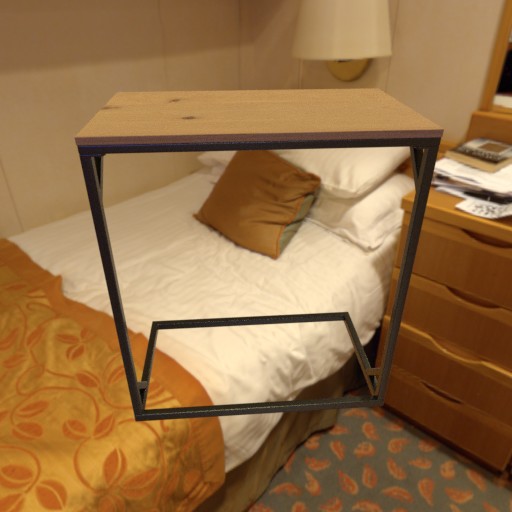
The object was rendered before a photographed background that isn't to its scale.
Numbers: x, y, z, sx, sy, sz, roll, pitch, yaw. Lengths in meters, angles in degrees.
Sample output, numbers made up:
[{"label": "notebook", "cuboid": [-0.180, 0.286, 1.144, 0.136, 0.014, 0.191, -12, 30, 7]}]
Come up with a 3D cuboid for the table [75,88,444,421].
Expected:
[{"label": "table", "cuboid": [0.000, 0.000, 1.036, 0.597, 0.673, 0.351, -2, 31, -4]}]
